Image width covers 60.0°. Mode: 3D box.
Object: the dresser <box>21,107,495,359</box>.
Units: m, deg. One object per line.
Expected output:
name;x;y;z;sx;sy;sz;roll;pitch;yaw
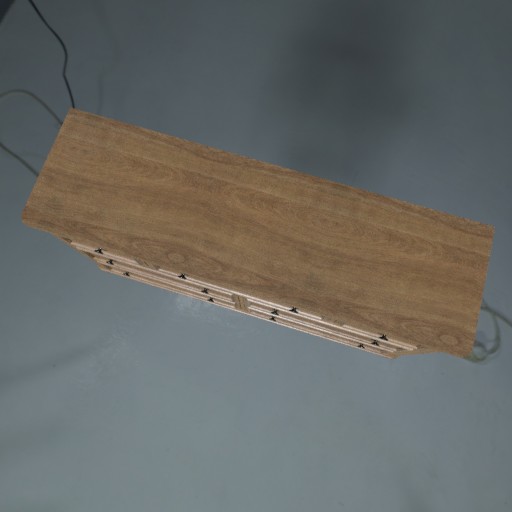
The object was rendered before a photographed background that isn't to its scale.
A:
dresser;0.000;0.000;1.963;1.583;0.892;0.468;17;77;4
